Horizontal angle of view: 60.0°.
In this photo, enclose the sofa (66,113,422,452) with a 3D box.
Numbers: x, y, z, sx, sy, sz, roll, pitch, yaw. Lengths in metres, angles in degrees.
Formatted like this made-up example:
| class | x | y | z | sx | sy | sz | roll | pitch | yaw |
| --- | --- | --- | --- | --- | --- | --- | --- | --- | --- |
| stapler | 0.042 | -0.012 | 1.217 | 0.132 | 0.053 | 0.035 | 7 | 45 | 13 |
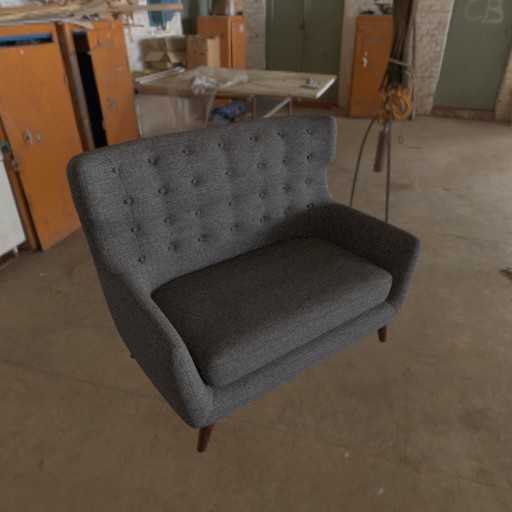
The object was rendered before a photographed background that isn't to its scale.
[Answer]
| class | x | y | z | sx | sy | sz | roll | pitch | yaw |
| --- | --- | --- | --- | --- | --- | --- | --- | --- | --- |
| sofa | 0.000 | 0.000 | 2.038 | 1.358 | 1.028 | 0.874 | -20 | 35 | -31 |
